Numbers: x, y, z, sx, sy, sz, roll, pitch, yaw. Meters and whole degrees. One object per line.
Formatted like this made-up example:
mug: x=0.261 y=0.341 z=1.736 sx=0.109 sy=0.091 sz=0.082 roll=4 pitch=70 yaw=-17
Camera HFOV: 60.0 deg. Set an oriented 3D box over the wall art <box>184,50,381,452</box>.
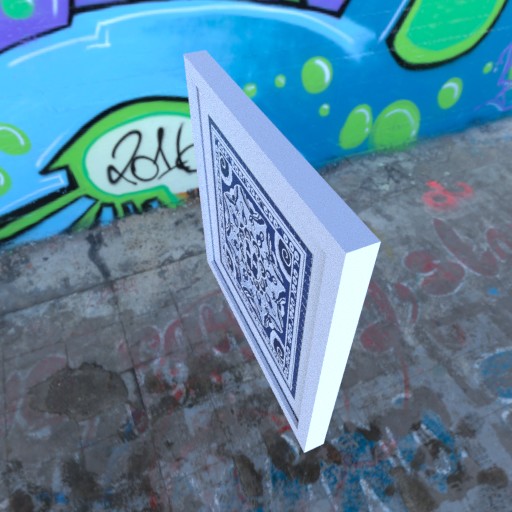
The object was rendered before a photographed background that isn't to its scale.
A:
wall art: x=0.000 y=0.000 z=0.537 sx=0.027 sy=0.355 sz=0.355 roll=-18 pitch=49 yaw=-16
